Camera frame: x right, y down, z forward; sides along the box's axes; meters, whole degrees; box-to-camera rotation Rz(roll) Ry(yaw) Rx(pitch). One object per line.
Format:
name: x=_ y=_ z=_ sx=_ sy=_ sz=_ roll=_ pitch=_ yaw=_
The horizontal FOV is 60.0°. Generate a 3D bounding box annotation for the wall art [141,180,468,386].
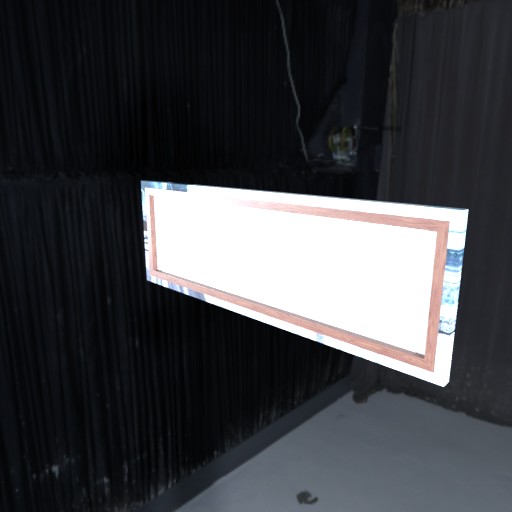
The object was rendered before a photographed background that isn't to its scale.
wall art: x=0.000 y=0.000 z=1.734 sx=1.524 sy=0.509 sz=0.037 roll=13 pitch=19 yaw=42
